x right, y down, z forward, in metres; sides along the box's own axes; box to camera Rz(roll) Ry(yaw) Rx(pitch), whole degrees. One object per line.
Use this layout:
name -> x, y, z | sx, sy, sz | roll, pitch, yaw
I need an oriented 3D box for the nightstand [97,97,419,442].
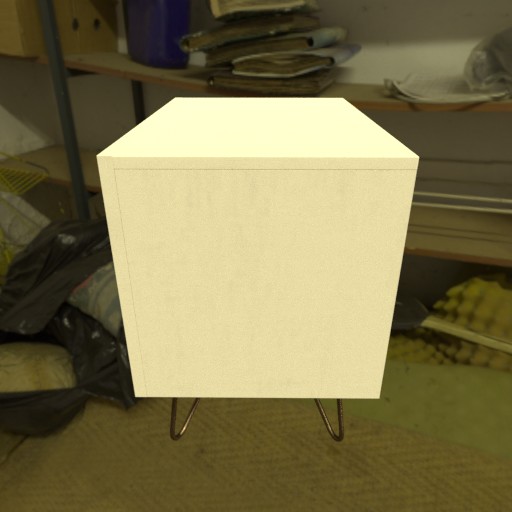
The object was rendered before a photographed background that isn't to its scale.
nightstand -> 0.000, 0.000, 1.001 | 0.447, 0.604, 0.614 | 0, 27, 0
